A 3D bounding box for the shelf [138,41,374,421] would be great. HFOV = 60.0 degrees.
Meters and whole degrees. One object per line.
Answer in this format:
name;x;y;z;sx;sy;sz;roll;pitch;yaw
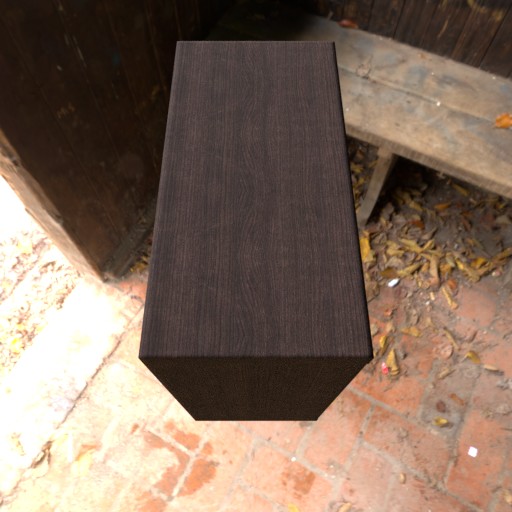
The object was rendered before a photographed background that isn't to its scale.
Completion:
shelf;0.000;0.000;1.263;0.390;0.786;0.790;0;62;0
